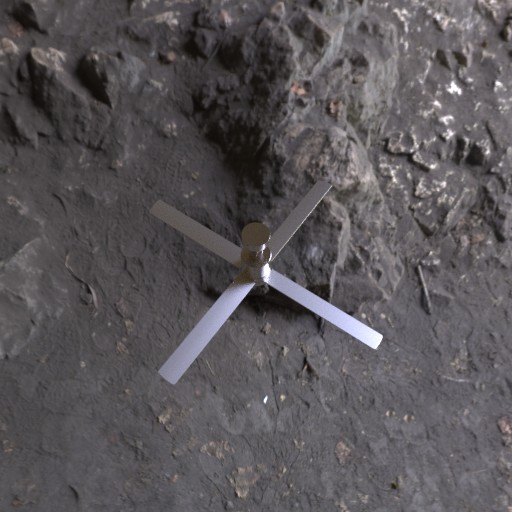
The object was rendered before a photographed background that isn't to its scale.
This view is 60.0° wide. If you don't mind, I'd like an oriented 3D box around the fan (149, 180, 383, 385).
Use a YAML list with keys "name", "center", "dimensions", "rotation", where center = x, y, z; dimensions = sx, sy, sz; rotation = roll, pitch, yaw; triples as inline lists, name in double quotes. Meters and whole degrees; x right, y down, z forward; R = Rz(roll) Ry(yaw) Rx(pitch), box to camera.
- name: "fan"
  center: [0.000, 0.000, 2.044]
  dimensions: [1.322, 0.355, 1.322]
  rotation: [31, 63, 18]
